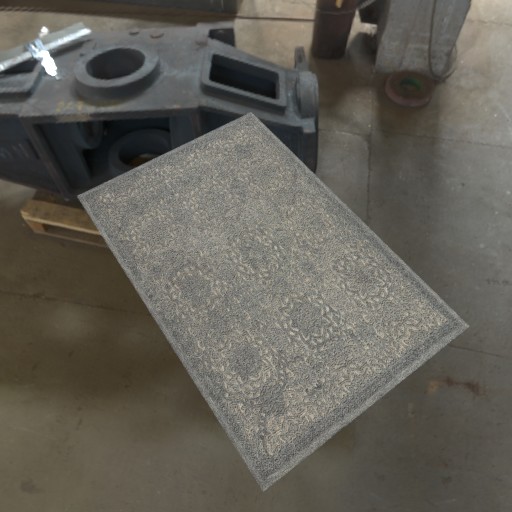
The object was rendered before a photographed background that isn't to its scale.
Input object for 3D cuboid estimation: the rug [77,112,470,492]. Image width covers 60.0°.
[{"bbox_3d":[0.000,0.000,2.317,1.208,0.012,1.819,-31,64,-17],"label":"rug"}]
